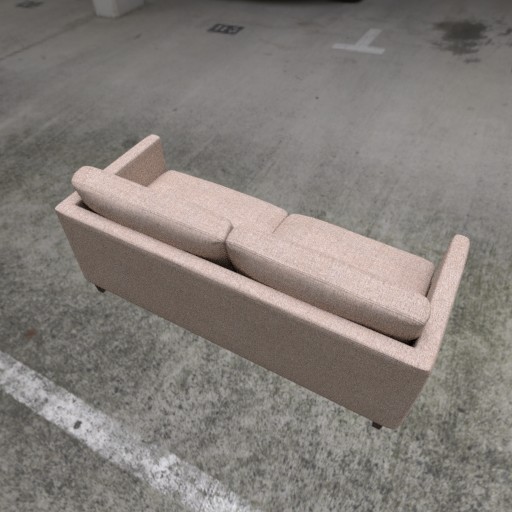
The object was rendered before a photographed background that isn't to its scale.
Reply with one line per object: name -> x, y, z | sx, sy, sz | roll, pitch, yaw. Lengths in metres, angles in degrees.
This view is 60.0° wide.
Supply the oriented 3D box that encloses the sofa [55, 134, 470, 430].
sofa -> 0.000, 0.000, 2.691 | 2.208, 0.965, 0.951 | 22, 51, 19
